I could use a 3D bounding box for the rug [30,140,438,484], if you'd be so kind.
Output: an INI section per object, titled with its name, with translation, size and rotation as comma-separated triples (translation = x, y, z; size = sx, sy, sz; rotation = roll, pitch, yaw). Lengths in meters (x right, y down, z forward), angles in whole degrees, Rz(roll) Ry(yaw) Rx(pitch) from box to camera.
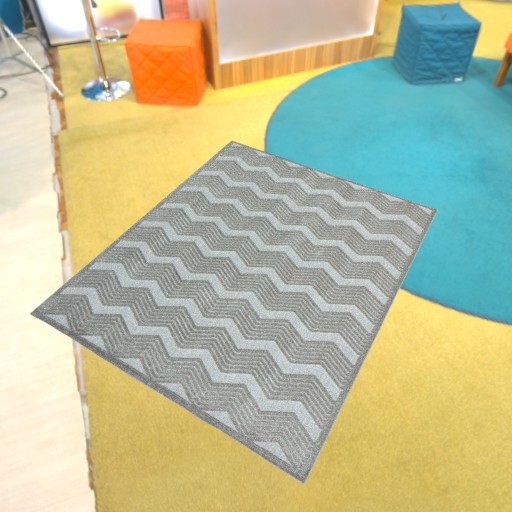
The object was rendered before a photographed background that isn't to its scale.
[rug]
translation = 0.000, 0.000, 3.875
size = 2.391, 0.005, 2.880
rotation = 24, 51, 21
